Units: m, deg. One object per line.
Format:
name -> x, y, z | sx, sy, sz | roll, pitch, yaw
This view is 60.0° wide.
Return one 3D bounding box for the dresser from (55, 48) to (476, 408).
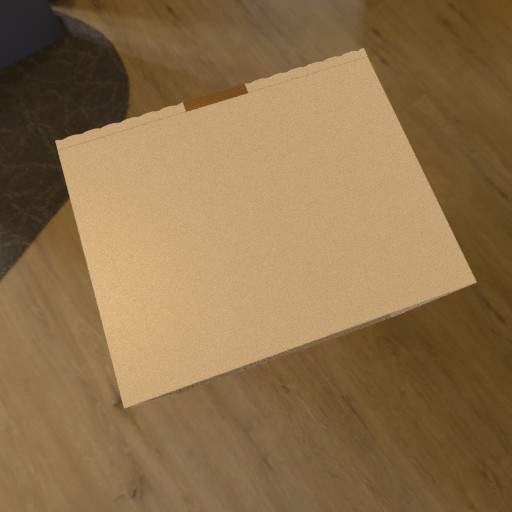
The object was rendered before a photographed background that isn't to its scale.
dresser -> 0.000, 0.000, 0.915 | 0.503, 0.568, 0.414 | -19, 76, -5
